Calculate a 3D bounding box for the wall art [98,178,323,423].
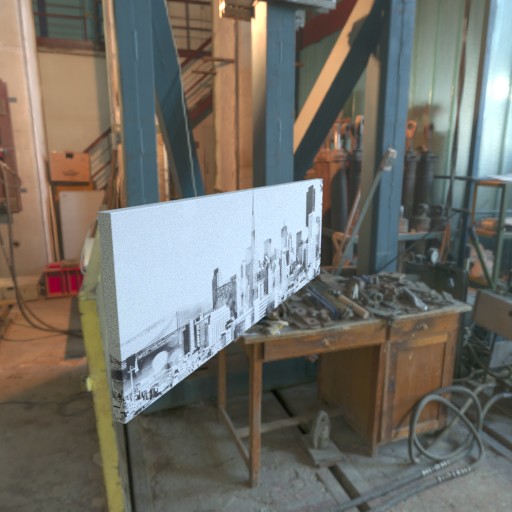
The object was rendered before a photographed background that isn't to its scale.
[{"bbox_3d":[0.000,0.000,1.680,0.039,0.507,1.520,6,14,25],"label":"wall art"}]
